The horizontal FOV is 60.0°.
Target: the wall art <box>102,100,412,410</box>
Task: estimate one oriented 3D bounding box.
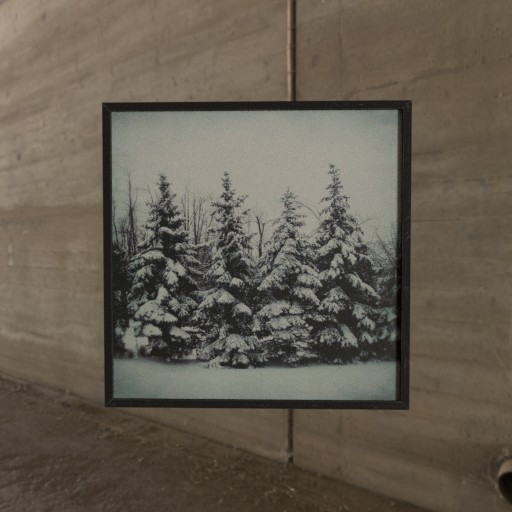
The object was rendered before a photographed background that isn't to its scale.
[{"bbox_3d":[0.000,0.000,0.747,0.506,0.506,0.036,0,1,1],"label":"wall art"}]
